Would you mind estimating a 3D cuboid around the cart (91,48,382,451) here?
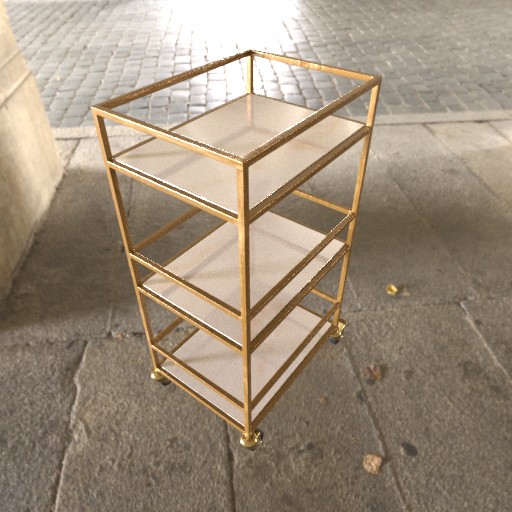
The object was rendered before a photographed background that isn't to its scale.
[{"bbox_3d":[0.000,0.000,1.006,0.332,0.761,0.483,26,46,28],"label":"cart"}]
